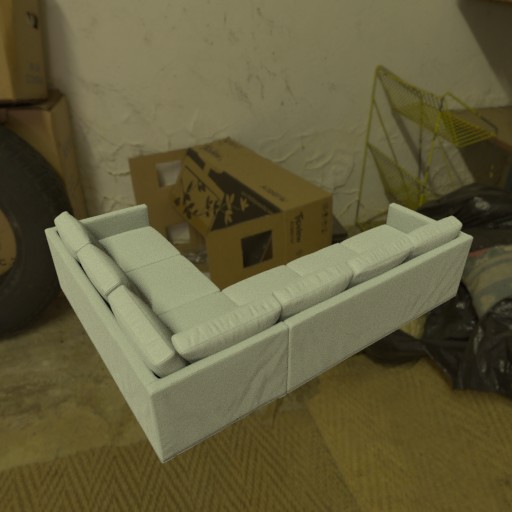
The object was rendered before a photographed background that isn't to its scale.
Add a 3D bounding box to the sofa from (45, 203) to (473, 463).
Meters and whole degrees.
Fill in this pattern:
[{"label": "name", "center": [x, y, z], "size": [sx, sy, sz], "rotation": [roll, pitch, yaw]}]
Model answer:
[{"label": "sofa", "center": [0.000, 0.000, 4.241], "size": [3.182, 0.871, 2.432], "rotation": [-20, 37, -29]}]
